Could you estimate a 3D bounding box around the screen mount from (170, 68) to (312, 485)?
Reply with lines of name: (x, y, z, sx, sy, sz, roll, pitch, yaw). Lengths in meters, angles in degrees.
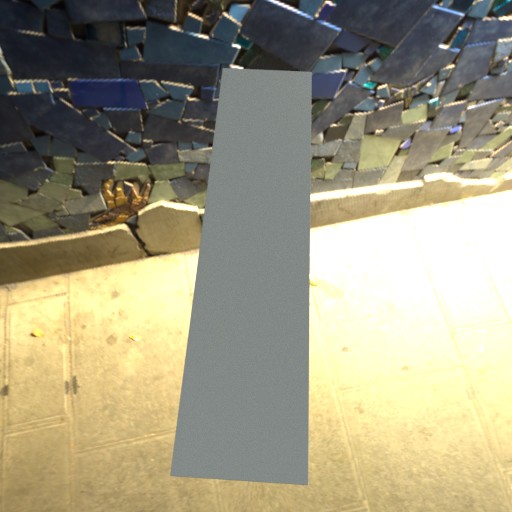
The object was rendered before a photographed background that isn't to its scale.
screen mount: (0.000, 0.000, 1.825, 0.399, 0.432, 1.644, 3, 64, 1)
